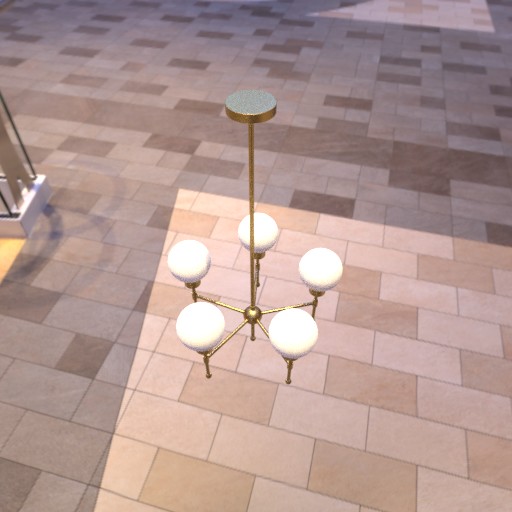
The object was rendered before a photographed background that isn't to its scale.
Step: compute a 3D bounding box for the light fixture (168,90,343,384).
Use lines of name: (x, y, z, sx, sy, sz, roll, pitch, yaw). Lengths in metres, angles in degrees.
light fixture: (0.000, 0.000, 1.841, 0.815, 1.331, 0.785, -24, 51, -21)
